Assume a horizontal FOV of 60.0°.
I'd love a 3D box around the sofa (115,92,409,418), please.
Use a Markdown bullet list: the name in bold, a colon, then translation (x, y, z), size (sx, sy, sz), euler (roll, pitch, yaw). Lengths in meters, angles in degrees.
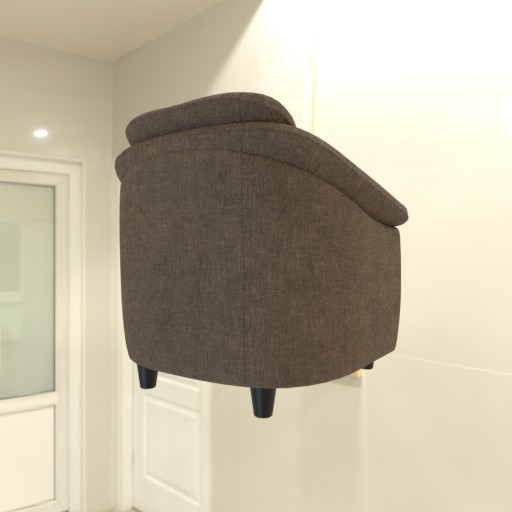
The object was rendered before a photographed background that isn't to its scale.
- **sofa**: translation (0.000, 0.000, 1.479), size (0.870, 0.811, 0.794), euler (0, 0, 35)
